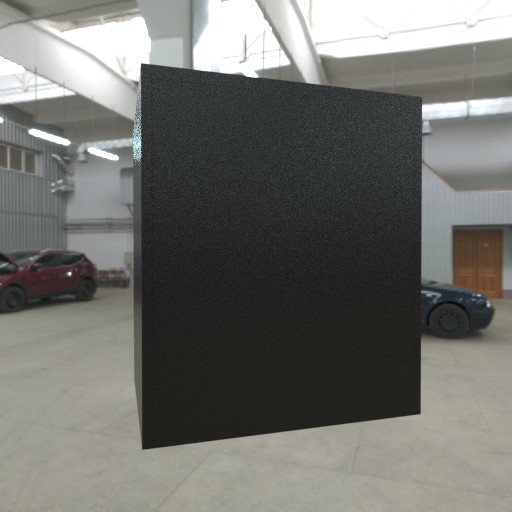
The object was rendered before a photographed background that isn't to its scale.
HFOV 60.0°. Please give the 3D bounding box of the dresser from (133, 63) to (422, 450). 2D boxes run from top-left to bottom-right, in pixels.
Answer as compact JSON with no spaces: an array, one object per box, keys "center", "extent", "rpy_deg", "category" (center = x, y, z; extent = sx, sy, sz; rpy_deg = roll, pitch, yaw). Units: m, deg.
[{"center":[0.000,0.000,0.767],"extent":[0.400,0.470,0.360],"rpy_deg":[0,1,-17],"category":"dresser"}]
